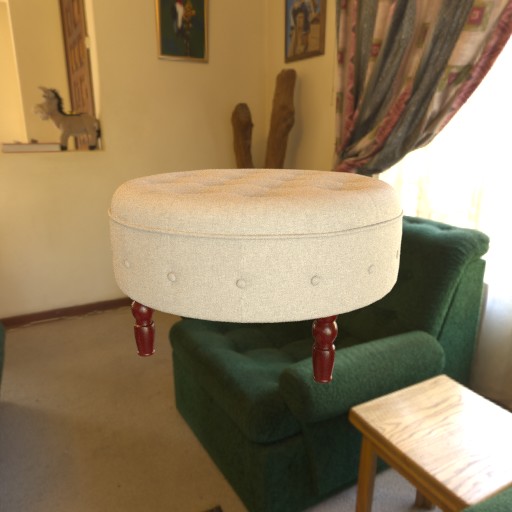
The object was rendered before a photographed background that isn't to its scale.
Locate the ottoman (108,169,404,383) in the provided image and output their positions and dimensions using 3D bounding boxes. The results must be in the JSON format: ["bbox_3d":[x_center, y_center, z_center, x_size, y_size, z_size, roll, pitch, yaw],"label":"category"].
[{"bbox_3d":[0.000,0.000,1.377,0.849,0.478,0.849,0,16,0],"label":"ottoman"}]
